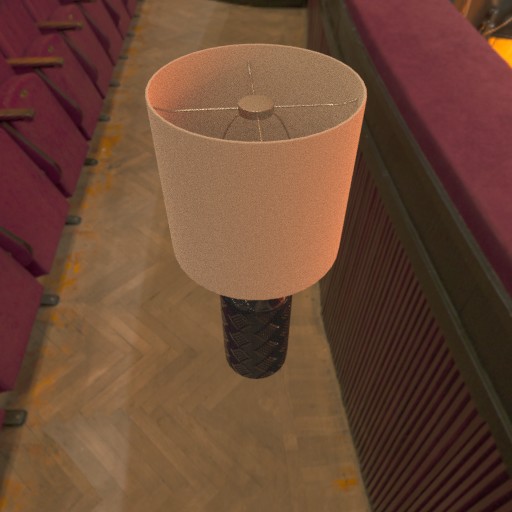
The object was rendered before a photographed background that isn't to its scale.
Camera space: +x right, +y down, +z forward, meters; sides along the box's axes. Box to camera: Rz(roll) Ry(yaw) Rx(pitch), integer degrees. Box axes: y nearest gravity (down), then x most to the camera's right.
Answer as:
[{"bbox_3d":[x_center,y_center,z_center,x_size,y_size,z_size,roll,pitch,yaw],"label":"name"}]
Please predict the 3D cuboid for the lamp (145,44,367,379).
[{"bbox_3d":[0.000,0.000,0.582,0.207,0.461,0.207,-3,46,-3],"label":"lamp"}]
